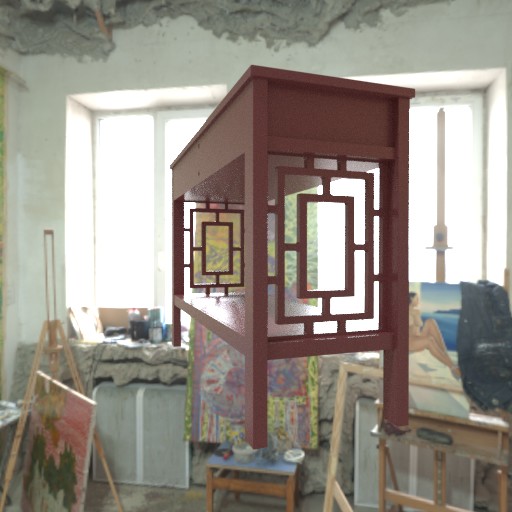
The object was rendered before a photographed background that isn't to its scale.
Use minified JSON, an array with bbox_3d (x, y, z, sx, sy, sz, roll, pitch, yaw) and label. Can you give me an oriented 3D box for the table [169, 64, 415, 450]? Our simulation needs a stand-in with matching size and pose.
[{"bbox_3d":[0.000,0.000,1.429,0.397,0.753,1.068,0,1,-19],"label":"table"}]
